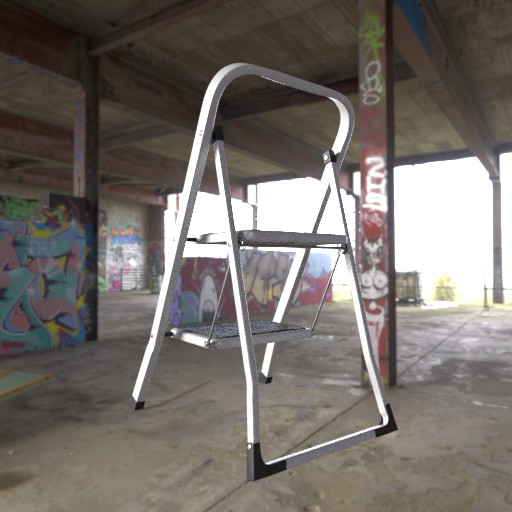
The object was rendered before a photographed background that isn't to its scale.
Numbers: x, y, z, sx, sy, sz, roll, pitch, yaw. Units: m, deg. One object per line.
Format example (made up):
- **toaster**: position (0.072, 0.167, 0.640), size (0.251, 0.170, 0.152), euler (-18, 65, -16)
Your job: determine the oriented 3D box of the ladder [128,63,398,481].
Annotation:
- **ladder**: position (0.000, 0.000, 1.118), size (0.460, 0.810, 0.544), euler (1, -1, -36)
